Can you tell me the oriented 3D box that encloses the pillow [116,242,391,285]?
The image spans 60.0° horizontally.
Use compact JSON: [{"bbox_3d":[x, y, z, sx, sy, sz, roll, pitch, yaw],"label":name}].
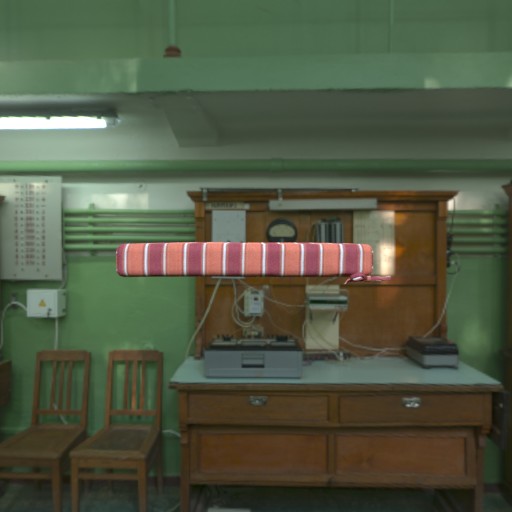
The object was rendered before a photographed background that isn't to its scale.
[{"bbox_3d":[0.000,0.000,1.341,0.492,0.081,1.187,0,1,0],"label":"pillow"}]
